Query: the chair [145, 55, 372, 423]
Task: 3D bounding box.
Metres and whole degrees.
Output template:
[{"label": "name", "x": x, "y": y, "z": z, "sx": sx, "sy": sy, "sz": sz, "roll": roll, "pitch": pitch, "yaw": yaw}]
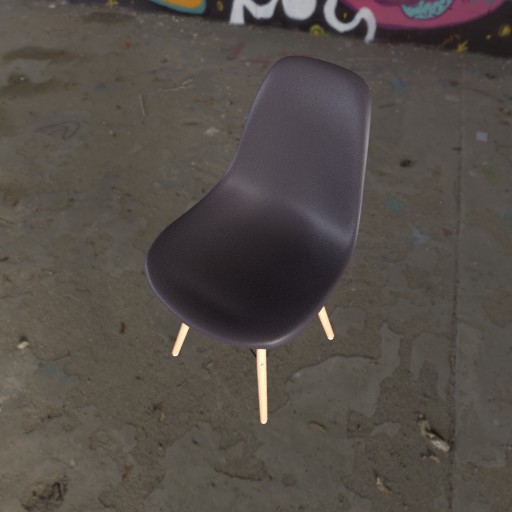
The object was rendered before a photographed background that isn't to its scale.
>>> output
[{"label": "chair", "x": 0.000, "y": 0.000, "z": 1.152, "sx": 0.470, "sy": 0.825, "sz": 0.533, "roll": 30, "pitch": 54, "yaw": 25}]
